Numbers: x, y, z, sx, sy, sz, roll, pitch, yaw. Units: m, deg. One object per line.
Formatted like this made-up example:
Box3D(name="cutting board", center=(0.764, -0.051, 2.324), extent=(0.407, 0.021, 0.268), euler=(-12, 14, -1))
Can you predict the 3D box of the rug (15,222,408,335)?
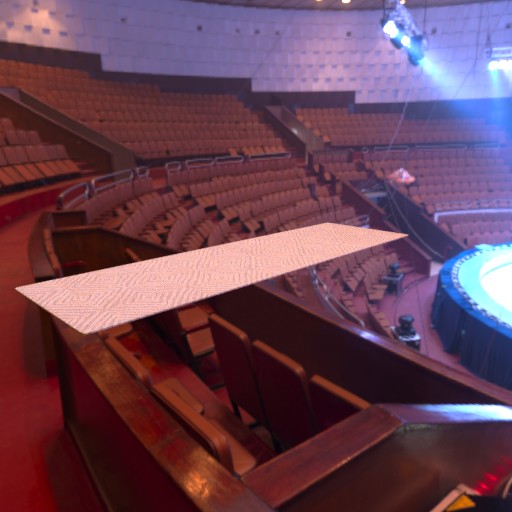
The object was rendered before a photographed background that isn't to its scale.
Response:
Box3D(name="rug", center=(0.000, 0.000, 2.462), extent=(0.676, 0.008, 2.277), euler=(14, 20, 43))
